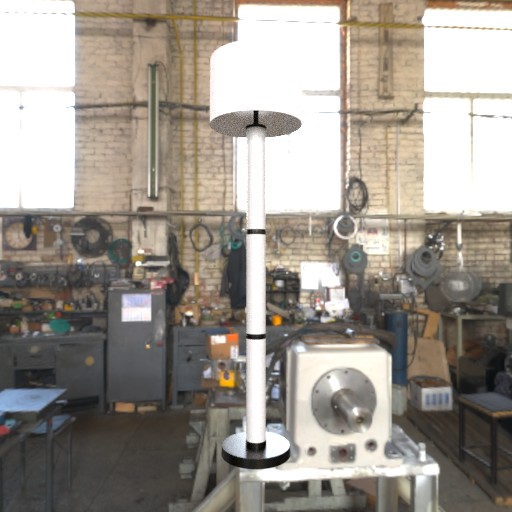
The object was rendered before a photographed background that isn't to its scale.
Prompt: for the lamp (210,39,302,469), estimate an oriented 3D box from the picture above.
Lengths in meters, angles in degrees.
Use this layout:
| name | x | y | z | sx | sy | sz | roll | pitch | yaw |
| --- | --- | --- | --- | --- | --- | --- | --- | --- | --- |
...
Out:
| name | x | y | z | sx | sy | sz | roll | pitch | yaw |
| --- | --- | --- | --- | --- | --- | --- | --- | --- | --- |
| lamp | 0.000 | 0.000 | 1.806 | 0.377 | 1.599 | 0.377 | 0 | -1 | -36 |
